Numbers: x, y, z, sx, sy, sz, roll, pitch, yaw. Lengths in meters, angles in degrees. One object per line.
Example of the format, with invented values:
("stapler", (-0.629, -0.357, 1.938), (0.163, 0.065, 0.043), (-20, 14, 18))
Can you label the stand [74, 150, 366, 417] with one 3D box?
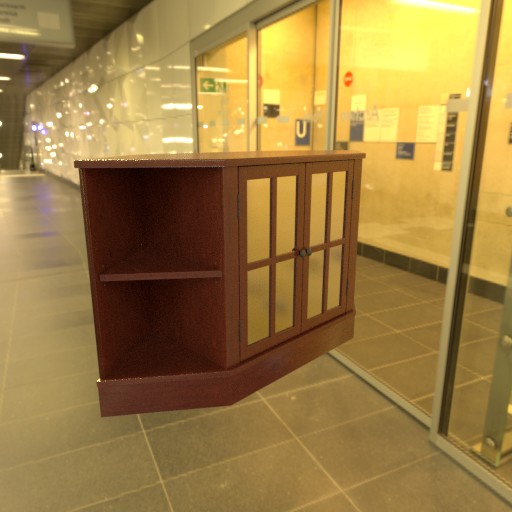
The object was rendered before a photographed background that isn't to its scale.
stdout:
("stand", (0.000, 0.000, 1.365), (1.072, 0.614, 0.381), (-14, 21, -43))
